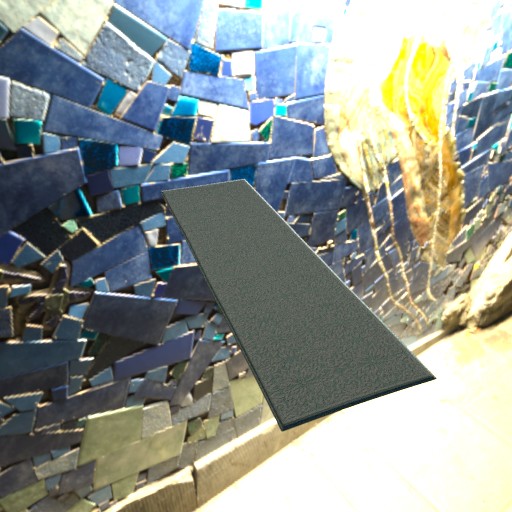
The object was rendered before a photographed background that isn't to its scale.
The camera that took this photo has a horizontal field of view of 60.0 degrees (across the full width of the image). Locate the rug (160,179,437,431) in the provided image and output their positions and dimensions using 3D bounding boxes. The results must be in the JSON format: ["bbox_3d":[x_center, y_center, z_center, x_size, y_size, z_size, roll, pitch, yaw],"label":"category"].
[{"bbox_3d":[0.000,0.000,2.488,0.662,0.011,2.196,-11,33,-18],"label":"rug"}]
